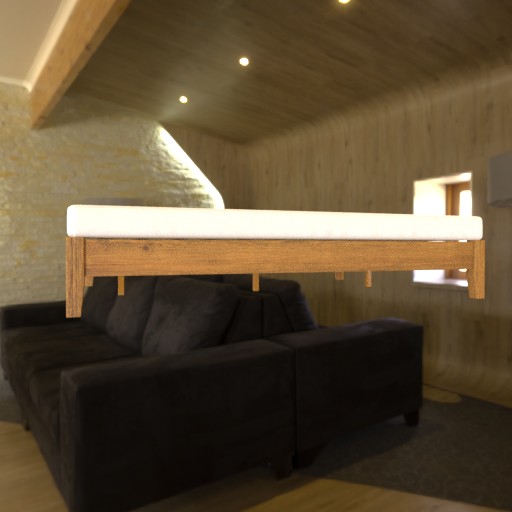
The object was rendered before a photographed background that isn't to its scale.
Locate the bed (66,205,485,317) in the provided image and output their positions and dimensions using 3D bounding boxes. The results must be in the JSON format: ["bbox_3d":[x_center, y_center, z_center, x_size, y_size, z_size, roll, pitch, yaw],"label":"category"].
[{"bbox_3d":[0.000,0.000,2.703,2.016,0.431,1.536,0,1,-19],"label":"bed"}]
